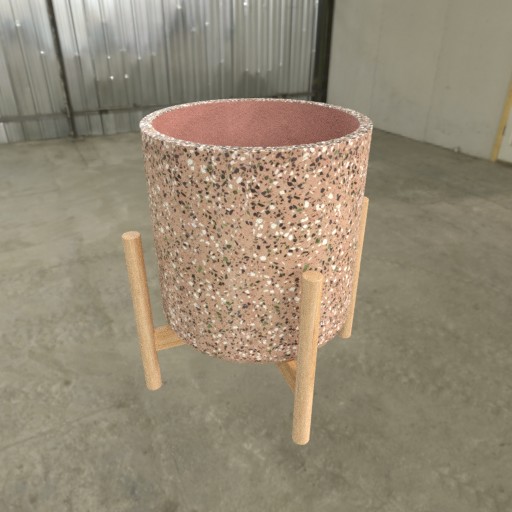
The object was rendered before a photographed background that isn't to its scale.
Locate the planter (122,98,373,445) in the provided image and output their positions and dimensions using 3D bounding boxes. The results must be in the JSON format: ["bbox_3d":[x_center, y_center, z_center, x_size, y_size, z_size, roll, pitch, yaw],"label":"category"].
[{"bbox_3d":[0.000,0.000,0.692,0.360,0.419,0.360,1,29,1],"label":"planter"}]
